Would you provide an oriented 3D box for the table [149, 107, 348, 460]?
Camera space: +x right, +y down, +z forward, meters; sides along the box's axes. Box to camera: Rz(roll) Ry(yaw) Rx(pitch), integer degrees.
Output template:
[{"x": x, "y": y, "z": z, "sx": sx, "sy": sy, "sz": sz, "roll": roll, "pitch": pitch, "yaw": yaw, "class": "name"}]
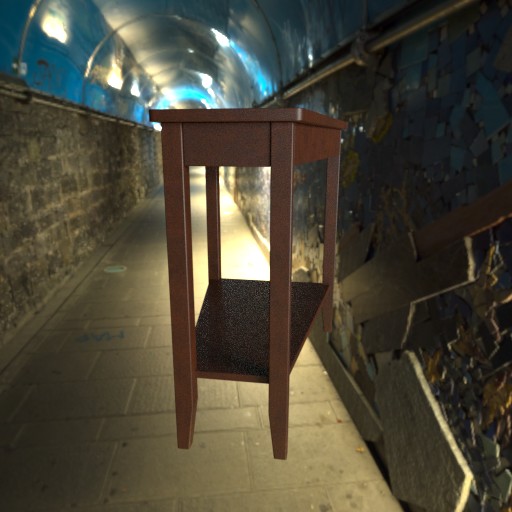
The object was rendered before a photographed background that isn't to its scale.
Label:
[{"x": 0.000, "y": 0.000, "z": 0.991, "sx": 0.399, "sy": 0.589, "sz": 0.605, "roll": 2, "pitch": 15, "yaw": 9, "class": "table"}]
